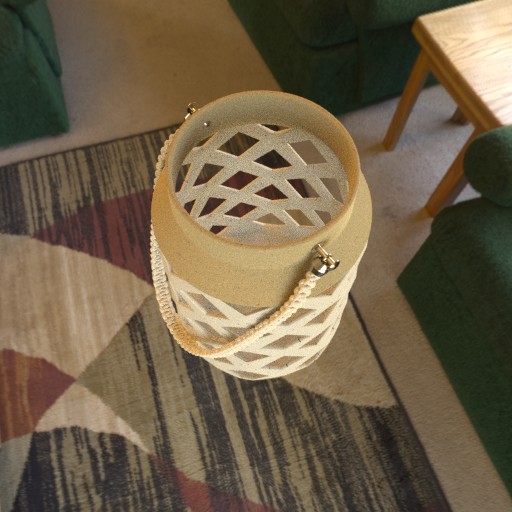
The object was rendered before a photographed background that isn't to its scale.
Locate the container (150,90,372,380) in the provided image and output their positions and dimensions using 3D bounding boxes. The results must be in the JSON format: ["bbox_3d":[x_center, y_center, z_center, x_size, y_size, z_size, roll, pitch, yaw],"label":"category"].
[{"bbox_3d":[0.000,0.000,0.347,0.172,0.229,0.163,-34,69,-15],"label":"container"}]
